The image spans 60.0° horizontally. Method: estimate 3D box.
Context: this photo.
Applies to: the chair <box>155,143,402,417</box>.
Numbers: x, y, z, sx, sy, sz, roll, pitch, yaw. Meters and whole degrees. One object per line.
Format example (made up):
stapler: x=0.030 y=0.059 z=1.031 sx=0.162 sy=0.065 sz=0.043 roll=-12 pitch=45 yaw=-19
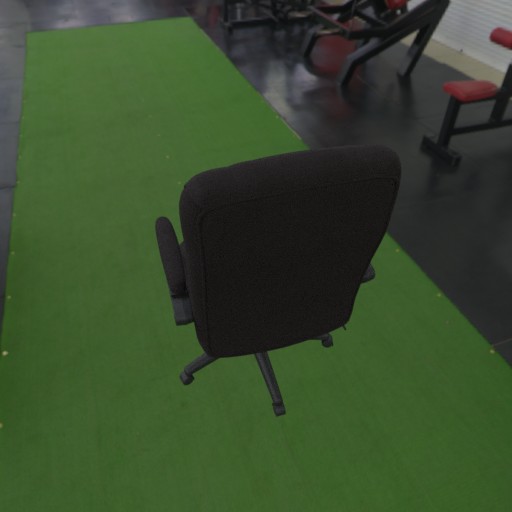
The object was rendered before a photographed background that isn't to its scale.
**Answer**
chair: x=0.000 y=0.000 z=1.526 sx=0.667 sy=1.105 sz=0.724 roll=-12 pitch=43 yaw=-13
